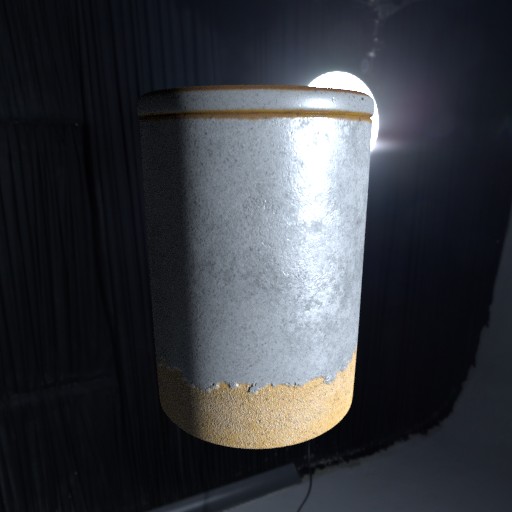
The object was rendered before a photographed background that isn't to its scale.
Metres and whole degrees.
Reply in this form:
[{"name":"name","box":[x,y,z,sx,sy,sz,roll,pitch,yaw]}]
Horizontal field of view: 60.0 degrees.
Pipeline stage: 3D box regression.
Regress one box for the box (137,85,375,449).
[{"name":"box","box":[0.000,0.000,0.247,0.118,0.168,0.118,0,15,0]}]
